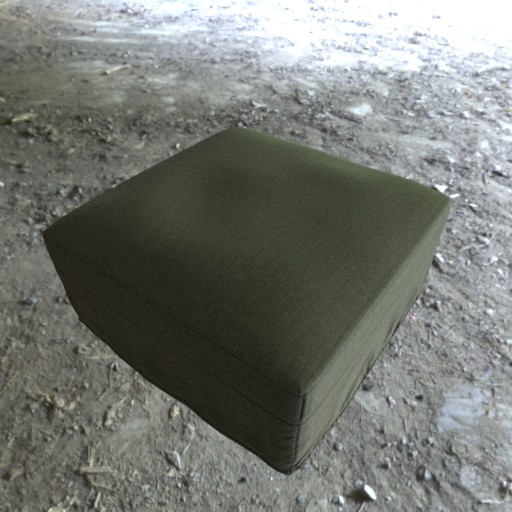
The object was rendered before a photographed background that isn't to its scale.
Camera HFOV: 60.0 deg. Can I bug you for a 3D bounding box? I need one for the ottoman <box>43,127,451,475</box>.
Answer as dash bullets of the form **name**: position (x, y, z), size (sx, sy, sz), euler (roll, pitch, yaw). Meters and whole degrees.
- **ottoman**: position (0.000, 0.000, 1.326), size (0.843, 0.436, 0.840), euler (26, 47, 27)
